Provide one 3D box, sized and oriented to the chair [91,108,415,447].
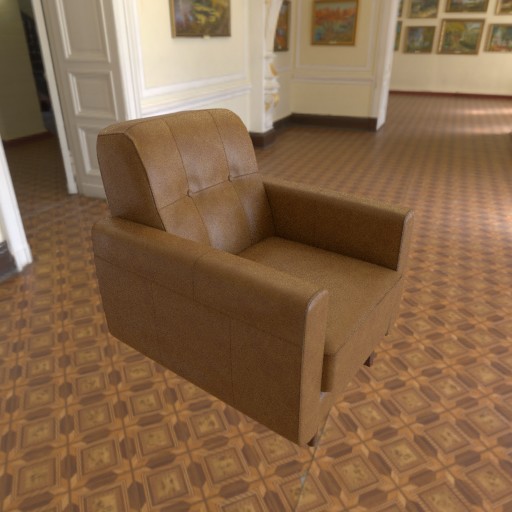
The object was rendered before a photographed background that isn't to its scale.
[{"bbox_3d":[0.000,0.000,1.655,0.942,0.968,0.845,18,31,31],"label":"chair"}]
